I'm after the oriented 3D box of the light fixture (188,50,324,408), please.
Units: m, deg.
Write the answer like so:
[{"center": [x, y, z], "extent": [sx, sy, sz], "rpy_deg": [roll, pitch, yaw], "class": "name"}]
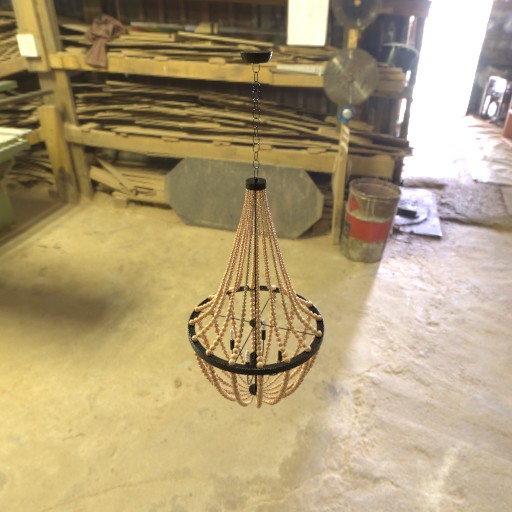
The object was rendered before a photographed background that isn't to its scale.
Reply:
[{"center": [0.000, 0.000, 1.349], "extent": [0.450, 1.133, 0.450], "rpy_deg": [0, 29, 0], "class": "light fixture"}]
